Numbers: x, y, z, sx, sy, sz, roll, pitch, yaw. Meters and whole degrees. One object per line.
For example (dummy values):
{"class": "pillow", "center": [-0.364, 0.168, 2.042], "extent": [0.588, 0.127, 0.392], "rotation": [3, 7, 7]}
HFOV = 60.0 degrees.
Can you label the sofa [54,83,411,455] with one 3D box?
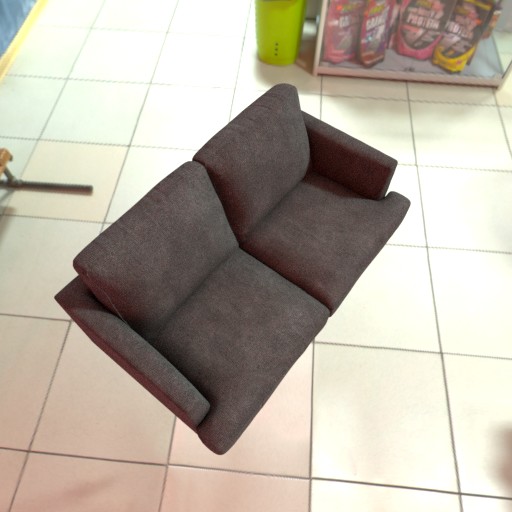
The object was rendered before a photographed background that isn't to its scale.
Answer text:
{"class": "sofa", "center": [0.000, 0.000, 2.160], "extent": [0.903, 0.956, 1.582], "rotation": [34, 65, 19]}
